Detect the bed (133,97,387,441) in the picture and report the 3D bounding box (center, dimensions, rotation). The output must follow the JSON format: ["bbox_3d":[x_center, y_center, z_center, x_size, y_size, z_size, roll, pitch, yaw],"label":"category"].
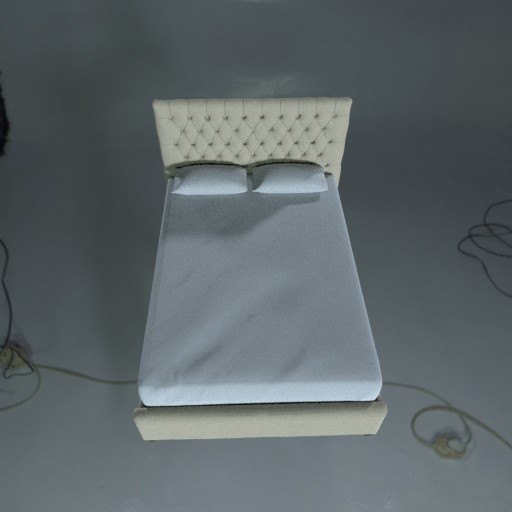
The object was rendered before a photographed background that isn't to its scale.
[{"bbox_3d":[0.000,0.000,3.497,1.698,1.427,2.387,-1,48,-1],"label":"bed"}]
